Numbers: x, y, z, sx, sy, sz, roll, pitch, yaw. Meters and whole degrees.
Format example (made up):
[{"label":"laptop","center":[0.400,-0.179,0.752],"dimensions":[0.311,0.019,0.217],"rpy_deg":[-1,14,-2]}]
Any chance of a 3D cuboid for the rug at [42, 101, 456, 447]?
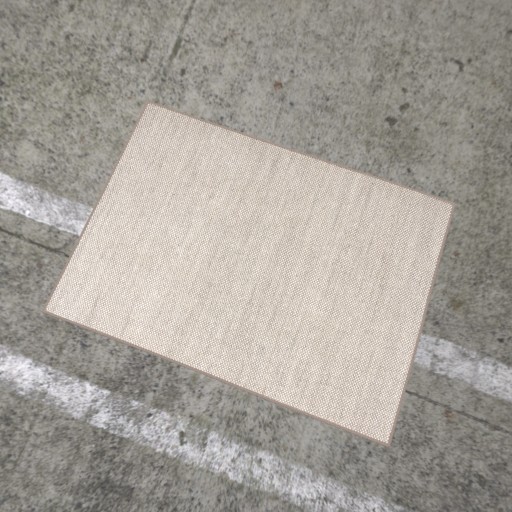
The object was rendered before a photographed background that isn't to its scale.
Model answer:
[{"label":"rug","center":[0.000,0.000,2.683],"dimensions":[2.115,0.013,1.517],"rpy_deg":[20,76,5]}]
